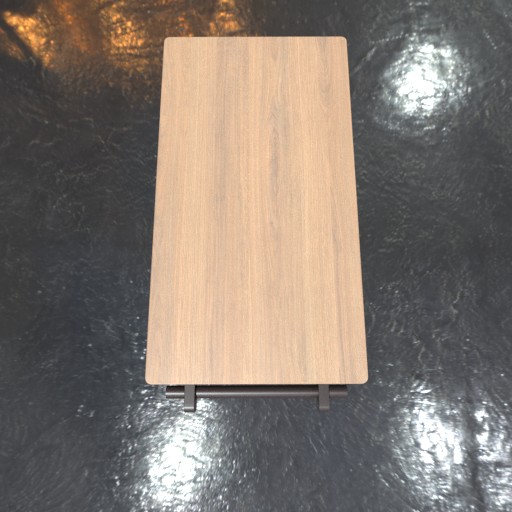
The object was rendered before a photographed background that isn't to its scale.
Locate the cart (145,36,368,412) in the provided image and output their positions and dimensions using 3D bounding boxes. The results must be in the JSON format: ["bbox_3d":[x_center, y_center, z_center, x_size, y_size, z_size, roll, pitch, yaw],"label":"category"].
[{"bbox_3d":[0.000,0.000,1.449,0.457,0.927,0.899,0,76,0],"label":"cart"}]
